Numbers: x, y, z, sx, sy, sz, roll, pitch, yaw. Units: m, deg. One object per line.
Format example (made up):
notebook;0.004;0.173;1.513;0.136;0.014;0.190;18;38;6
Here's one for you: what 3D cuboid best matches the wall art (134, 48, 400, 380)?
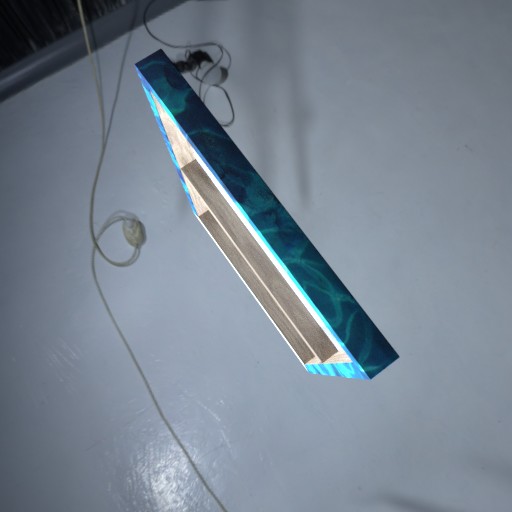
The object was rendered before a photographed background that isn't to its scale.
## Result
wall art;0.000;0.000;0.718;0.038;0.508;0.432;-35;78;-8
